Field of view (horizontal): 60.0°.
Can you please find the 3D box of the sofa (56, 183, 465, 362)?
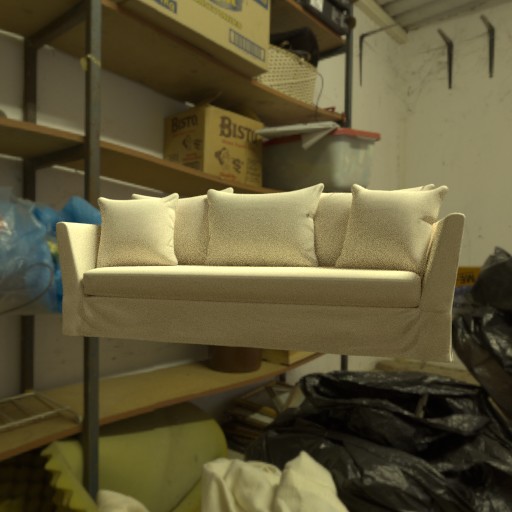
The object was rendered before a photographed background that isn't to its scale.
[{"bbox_3d":[0.000,0.000,3.036,2.484,1.042,1.030,0,1,18],"label":"sofa"}]
